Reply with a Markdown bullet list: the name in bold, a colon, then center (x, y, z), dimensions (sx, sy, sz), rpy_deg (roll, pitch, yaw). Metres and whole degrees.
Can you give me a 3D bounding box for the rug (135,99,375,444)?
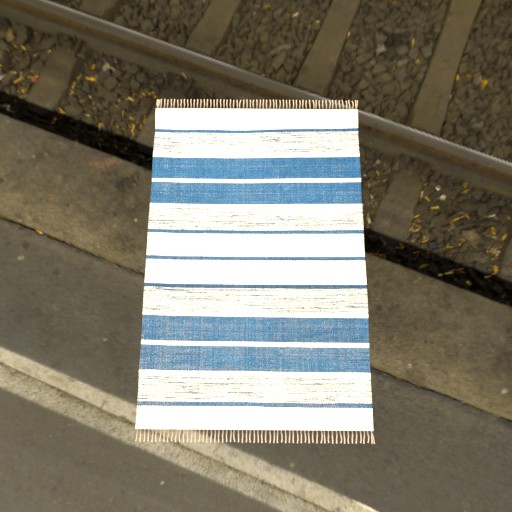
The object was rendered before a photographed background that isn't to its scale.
- **rug**: center (0.000, 0.000, 3.094), dimensions (1.532, 0.010, 2.441), rpy_deg (0, 77, 0)
